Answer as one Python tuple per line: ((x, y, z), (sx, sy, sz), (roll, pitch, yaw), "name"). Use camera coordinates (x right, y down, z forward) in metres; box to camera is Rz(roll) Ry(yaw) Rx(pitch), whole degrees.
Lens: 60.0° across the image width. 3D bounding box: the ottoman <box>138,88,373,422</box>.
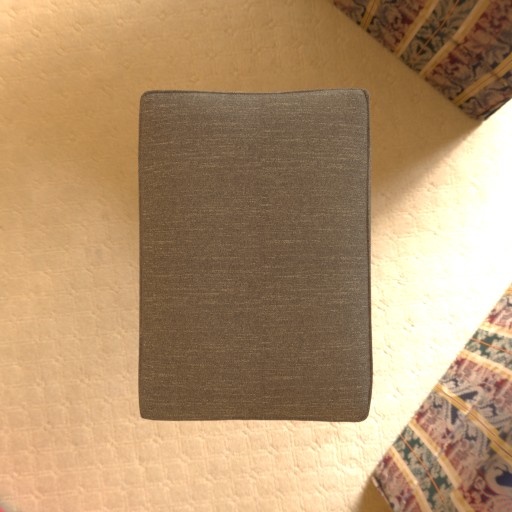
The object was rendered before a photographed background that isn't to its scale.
((0.000, 0.000, 1.033), (0.508, 0.406, 0.686), (0, 89, 1), "ottoman")
